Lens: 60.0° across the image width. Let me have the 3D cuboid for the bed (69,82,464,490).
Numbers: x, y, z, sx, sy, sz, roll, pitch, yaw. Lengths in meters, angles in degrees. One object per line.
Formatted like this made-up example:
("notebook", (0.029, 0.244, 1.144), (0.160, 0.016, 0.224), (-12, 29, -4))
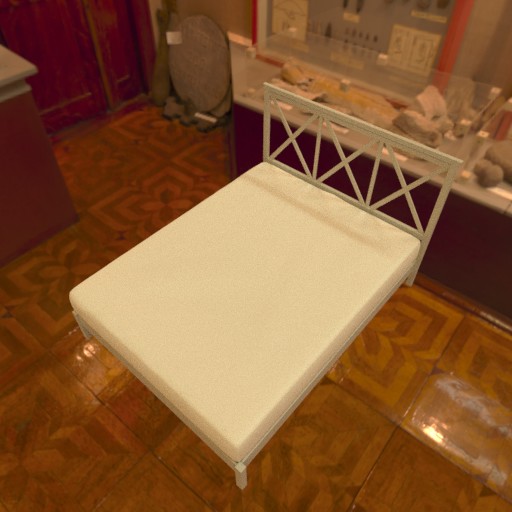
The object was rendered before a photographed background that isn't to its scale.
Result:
("bed", (0.000, 0.000, 3.126), (1.673, 1.253, 2.135), (33, 55, 27))
